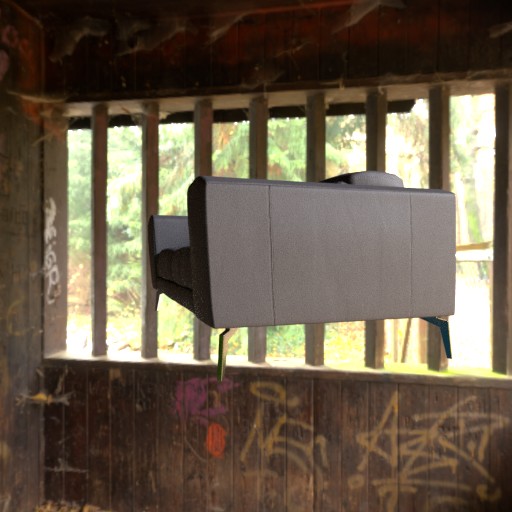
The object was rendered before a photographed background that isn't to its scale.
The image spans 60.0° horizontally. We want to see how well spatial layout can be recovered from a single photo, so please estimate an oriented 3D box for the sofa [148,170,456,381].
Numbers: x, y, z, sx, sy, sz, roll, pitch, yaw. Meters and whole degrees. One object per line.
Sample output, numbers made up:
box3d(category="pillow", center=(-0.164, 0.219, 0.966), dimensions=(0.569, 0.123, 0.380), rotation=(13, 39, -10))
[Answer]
box3d(category="sofa", center=(0.000, 0.000, 2.406), dimensions=(1.003, 0.779, 1.895), rotation=(0, 0, -19))
